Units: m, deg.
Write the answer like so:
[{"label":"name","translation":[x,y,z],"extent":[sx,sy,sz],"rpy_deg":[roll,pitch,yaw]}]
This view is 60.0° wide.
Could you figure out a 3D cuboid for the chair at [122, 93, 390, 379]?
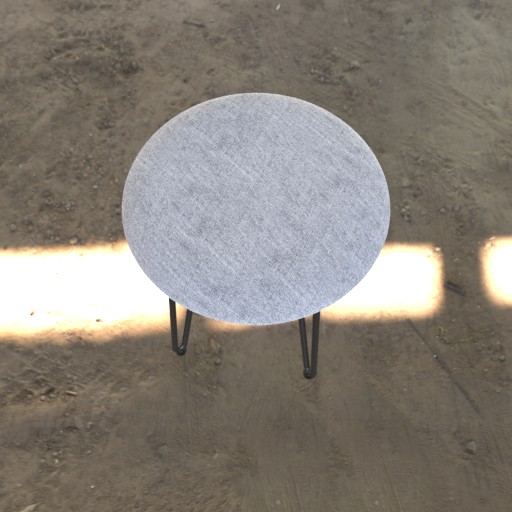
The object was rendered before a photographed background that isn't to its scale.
[{"label":"chair","translation":[0.000,0.000,0.658],"extent":[0.350,0.386,0.350],"rpy_deg":[-32,68,-14]}]
